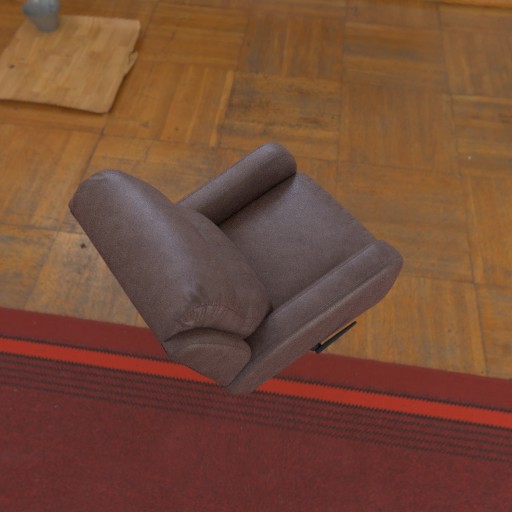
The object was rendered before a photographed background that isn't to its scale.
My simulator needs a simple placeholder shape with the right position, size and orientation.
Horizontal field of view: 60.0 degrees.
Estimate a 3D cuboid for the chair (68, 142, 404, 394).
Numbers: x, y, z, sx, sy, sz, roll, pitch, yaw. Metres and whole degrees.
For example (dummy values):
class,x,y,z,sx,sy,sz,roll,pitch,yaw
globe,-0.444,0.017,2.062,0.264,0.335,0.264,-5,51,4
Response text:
class,x,y,z,sx,sy,sz,roll,pitch,yaw
chair,0.000,0.000,1.847,1.067,1.067,0.865,-33,64,-18
